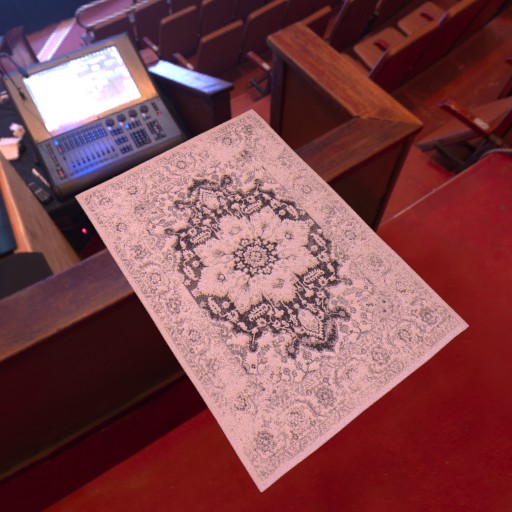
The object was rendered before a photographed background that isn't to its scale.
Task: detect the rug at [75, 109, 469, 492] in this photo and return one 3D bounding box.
[{"bbox_3d":[0.000,0.000,2.310,1.223,0.008,1.813,-32,65,-17],"label":"rug"}]
